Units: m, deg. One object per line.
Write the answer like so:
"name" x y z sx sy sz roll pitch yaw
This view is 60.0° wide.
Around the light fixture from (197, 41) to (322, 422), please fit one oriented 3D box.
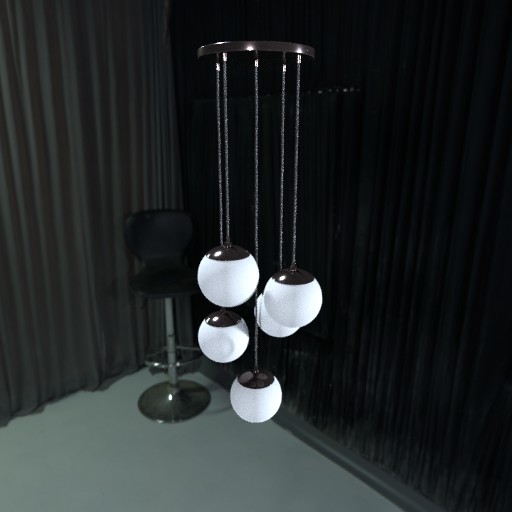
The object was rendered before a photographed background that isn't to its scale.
"light fixture" 0.000 0.000 1.501 0.489 1.271 0.484 -16 23 -42
